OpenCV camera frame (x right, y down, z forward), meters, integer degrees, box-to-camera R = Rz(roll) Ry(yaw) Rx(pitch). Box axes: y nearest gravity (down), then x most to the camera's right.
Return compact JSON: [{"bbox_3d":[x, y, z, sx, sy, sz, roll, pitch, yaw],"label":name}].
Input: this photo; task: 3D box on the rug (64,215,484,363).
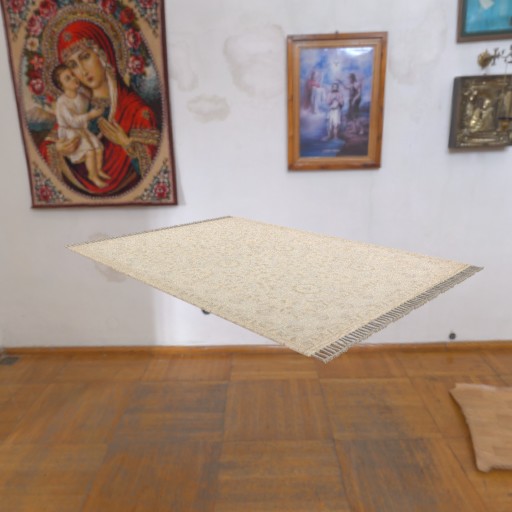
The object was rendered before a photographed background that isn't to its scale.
[{"bbox_3d":[0.000,0.000,2.242,1.223,0.015,1.771,-15,22,-43],"label":"rug"}]
